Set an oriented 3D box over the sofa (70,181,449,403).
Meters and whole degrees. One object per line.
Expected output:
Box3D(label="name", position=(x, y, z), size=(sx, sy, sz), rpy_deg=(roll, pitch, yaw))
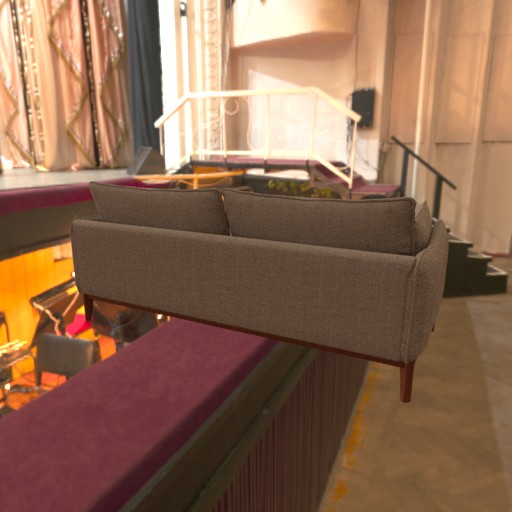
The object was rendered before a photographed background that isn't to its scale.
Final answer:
Box3D(label="sofa", position=(0.000, 0.000, 2.544), size=(1.989, 0.851, 0.972), rpy_deg=(7, 16, 27))
